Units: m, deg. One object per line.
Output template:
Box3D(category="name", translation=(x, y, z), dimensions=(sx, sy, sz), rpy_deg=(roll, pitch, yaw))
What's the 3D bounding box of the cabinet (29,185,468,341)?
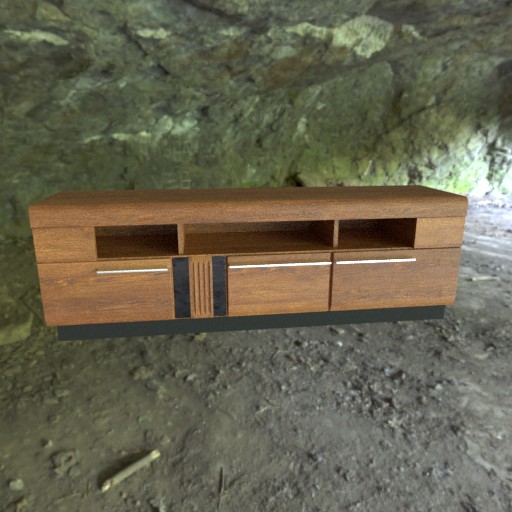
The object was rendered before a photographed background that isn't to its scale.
Box3D(category="cabinet", translation=(0.000, 0.000, 1.837), dimensions=(1.600, 0.510, 0.419), rpy_deg=(-2, 16, -7))
